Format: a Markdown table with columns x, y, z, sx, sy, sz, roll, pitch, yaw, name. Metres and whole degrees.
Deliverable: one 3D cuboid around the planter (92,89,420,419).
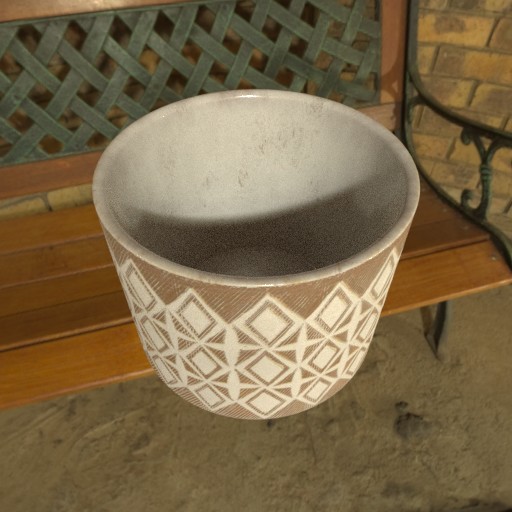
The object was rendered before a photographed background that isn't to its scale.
| x | y | z | sx | sy | sz | roll | pitch | yaw | name |
| --- | --- | --- | --- | --- | --- | --- | --- | --- | --- |
| 0.000 | 0.000 | 0.328 | 0.193 | 0.165 | 0.193 | 0 | 46 | 0 | planter |
